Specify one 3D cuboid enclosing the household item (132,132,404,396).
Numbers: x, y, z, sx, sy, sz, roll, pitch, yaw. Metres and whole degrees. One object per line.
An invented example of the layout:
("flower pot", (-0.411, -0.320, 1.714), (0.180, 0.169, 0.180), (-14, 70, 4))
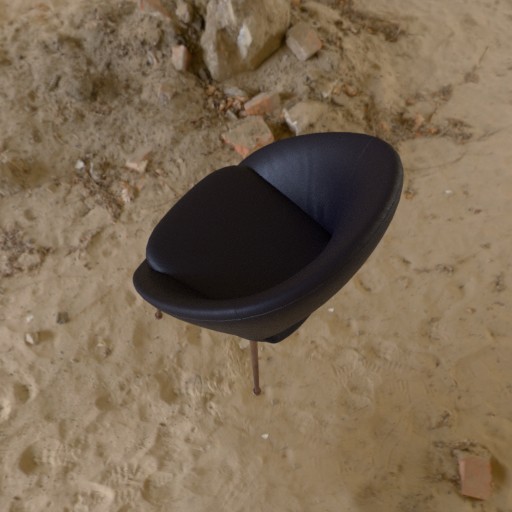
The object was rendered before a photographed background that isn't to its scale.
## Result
("household item", (0.000, 0.000, 1.248), (0.573, 0.852, 0.623), (34, 67, 16))
